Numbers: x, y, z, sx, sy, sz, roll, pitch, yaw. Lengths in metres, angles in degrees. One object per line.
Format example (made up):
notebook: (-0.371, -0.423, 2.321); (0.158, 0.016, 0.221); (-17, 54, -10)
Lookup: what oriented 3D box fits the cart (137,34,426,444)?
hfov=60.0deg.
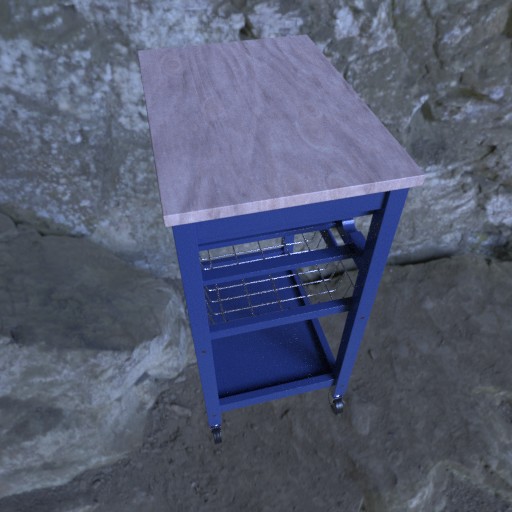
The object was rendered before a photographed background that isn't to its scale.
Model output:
cart: (0.000, 0.000, 1.134); (0.403, 0.839, 0.584); (-10, 47, -9)
